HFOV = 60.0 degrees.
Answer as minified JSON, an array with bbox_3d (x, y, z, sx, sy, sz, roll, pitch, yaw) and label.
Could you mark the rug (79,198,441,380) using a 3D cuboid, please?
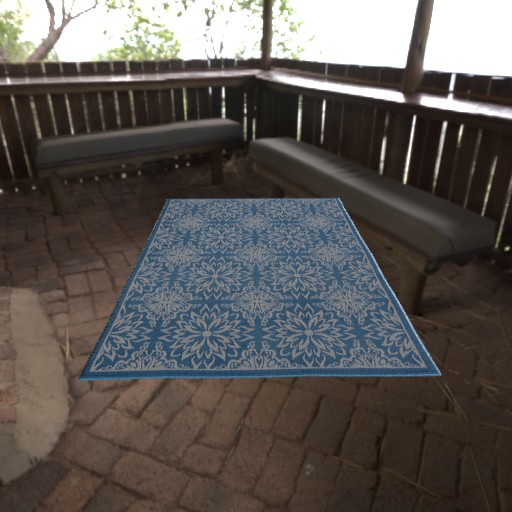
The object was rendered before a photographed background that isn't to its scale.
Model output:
[{"bbox_3d":[0.000,0.000,3.473,1.830,0.018,2.769,0,26,-1],"label":"rug"}]
